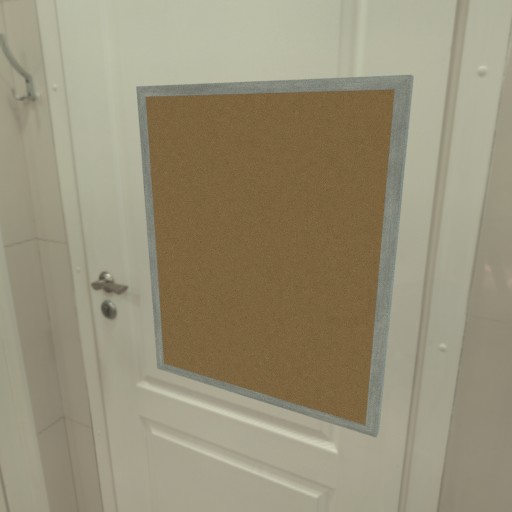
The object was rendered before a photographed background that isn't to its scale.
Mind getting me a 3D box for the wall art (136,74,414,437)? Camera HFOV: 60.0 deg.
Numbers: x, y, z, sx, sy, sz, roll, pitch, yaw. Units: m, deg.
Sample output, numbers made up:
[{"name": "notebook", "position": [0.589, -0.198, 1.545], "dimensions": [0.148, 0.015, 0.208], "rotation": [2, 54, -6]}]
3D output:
[{"name": "wall art", "position": [0.000, 0.000, 0.794], "dimensions": [0.479, 0.582, 0.022], "rotation": [9, 19, 26]}]
